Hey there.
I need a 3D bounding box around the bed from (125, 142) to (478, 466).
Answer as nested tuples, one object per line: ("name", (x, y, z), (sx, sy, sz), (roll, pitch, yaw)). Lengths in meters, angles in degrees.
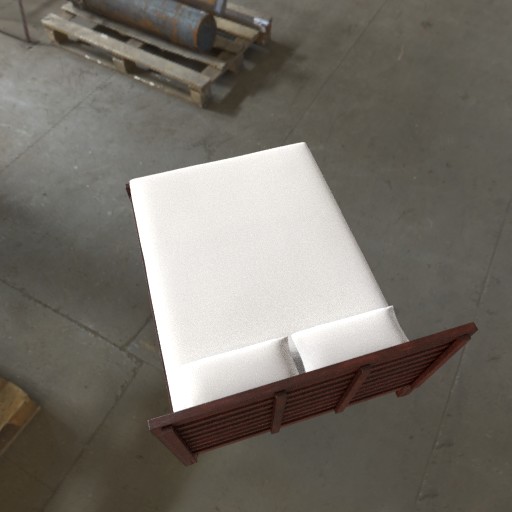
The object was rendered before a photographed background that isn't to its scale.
("bed", (0.000, 0.000, 3.899), (2.040, 1.492, 2.803), (-14, 59, -9))
